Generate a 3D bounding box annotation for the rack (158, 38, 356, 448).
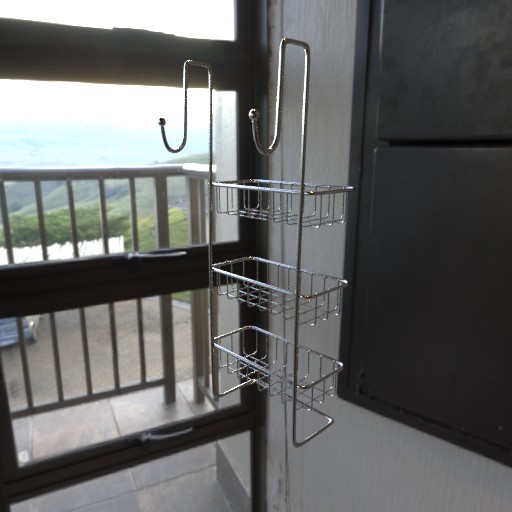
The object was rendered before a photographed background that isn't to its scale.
[{"bbox_3d":[0.000,0.000,0.682,0.202,0.574,0.228,-13,19,-42],"label":"rack"}]
